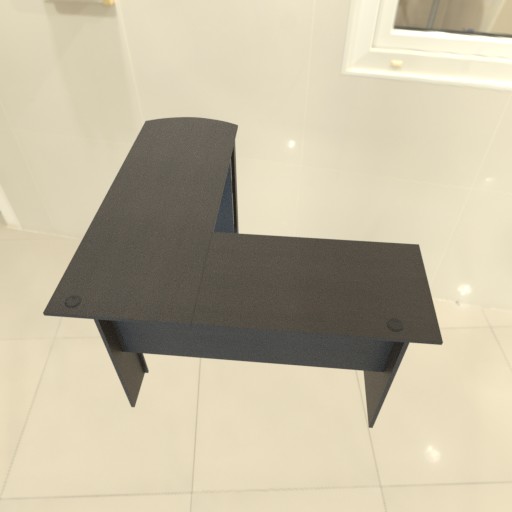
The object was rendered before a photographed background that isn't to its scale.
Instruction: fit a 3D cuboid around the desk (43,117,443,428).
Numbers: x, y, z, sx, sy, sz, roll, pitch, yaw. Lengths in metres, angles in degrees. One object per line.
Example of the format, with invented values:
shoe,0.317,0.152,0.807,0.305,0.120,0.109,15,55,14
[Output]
desk,0.000,0.000,2.164,1.303,0.716,1.361,4,45,4
